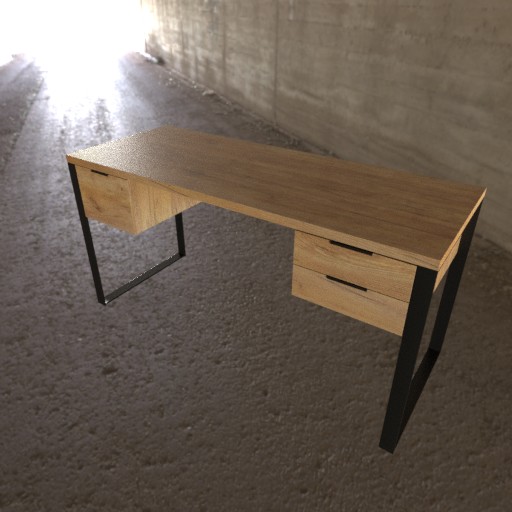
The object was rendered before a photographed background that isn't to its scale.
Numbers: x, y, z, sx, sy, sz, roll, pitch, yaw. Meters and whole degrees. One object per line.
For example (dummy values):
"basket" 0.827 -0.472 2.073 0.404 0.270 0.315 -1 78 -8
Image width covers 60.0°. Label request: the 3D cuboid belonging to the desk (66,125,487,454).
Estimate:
"desk" 0.000 0.000 1.879 1.520 0.760 0.600 19 35 29
